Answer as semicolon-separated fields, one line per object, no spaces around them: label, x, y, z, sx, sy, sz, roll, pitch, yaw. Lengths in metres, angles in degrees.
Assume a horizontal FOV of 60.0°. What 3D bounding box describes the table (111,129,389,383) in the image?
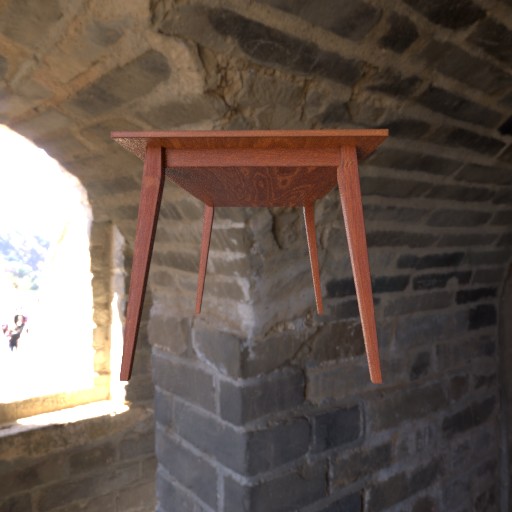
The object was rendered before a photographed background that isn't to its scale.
table;0.000;0.000;2.094;0.811;0.755;1.609;0;1;2
